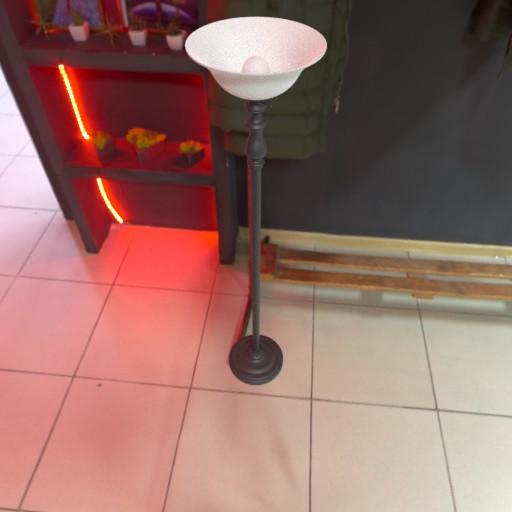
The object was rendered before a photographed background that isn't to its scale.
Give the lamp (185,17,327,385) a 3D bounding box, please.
[{"bbox_3d":[0.000,0.000,1.929,0.405,1.797,0.405,30,54,25],"label":"lamp"}]
